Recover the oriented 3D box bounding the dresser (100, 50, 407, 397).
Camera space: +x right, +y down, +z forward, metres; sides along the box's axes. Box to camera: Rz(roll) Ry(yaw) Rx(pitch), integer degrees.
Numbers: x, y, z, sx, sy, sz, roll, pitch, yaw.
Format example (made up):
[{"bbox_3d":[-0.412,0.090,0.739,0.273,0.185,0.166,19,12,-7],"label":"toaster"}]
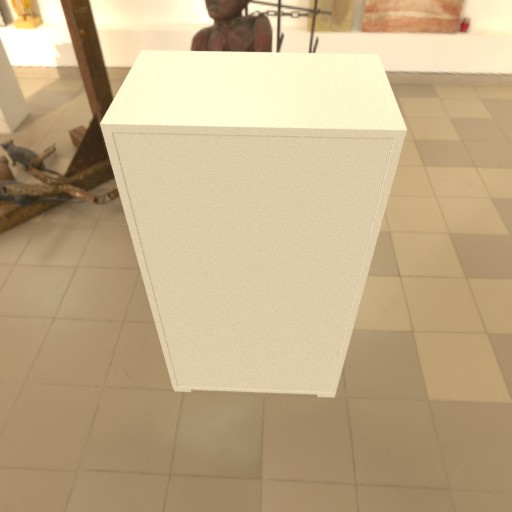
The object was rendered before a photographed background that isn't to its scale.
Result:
[{"bbox_3d":[0.000,0.000,1.501,0.650,1.190,0.400,2,46,2],"label":"dresser"}]
